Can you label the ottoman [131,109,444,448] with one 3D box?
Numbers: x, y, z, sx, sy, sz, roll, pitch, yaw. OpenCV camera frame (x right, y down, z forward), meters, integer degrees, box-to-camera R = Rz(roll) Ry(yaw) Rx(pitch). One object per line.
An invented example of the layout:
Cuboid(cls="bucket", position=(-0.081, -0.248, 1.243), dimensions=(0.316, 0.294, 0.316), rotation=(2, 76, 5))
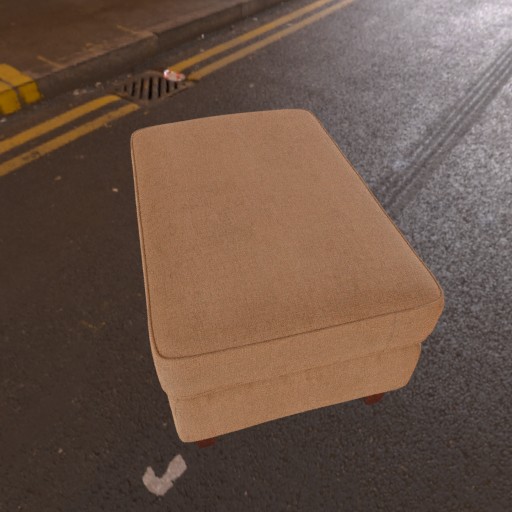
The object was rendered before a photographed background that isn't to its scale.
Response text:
Cuboid(cls="ottoman", position=(0.000, 0.000, 1.233), dimensions=(0.583, 0.484, 0.862), rotation=(-10, 45, -10))
